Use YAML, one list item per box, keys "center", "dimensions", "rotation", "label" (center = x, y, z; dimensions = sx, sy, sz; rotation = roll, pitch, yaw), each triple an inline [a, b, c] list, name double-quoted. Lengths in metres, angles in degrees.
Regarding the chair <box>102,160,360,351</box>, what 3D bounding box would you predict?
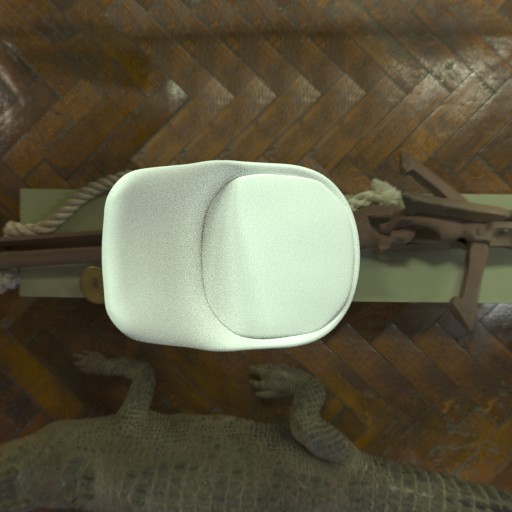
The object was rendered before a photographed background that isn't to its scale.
- center: [0.000, 0.000, 1.198]
  dimensions: [0.550, 0.849, 0.485]
  rotation: [0, 90, 0]
  label: "chair"
